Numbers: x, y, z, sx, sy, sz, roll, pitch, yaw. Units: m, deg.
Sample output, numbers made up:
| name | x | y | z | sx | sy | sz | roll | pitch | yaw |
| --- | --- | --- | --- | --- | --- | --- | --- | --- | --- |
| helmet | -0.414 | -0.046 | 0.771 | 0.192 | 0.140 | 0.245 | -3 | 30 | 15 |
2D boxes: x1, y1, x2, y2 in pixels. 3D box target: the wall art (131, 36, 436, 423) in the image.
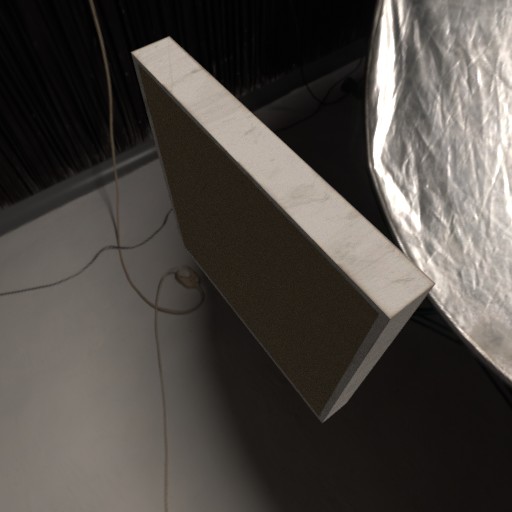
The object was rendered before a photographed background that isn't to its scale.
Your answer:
| name | x | y | z | sx | sy | sz | roll | pitch | yaw |
| --- | --- | --- | --- | --- | --- | --- | --- | --- | --- |
| wall art | 0.000 | 0.000 | 0.449 | 0.038 | 0.303 | 0.305 | -33 | 64 | -18 |
